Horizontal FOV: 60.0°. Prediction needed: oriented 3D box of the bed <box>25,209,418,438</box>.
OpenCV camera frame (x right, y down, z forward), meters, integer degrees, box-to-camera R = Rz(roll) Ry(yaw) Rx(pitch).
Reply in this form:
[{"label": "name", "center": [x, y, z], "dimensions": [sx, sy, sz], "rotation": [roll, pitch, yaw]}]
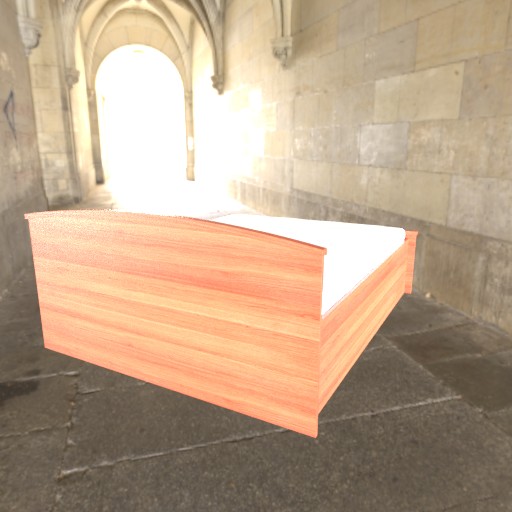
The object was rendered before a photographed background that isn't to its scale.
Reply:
[{"label": "bed", "center": [0.000, 0.000, 2.924], "dimensions": [1.683, 0.848, 2.053], "rotation": [8, 16, 28]}]
